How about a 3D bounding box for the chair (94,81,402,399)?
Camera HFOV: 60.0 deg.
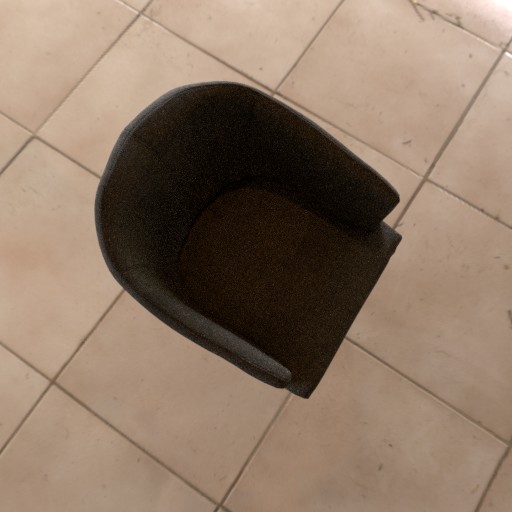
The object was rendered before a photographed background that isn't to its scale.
[{"bbox_3d":[0.000,0.000,1.261,0.655,0.811,0.583,32,78,7],"label":"chair"}]
